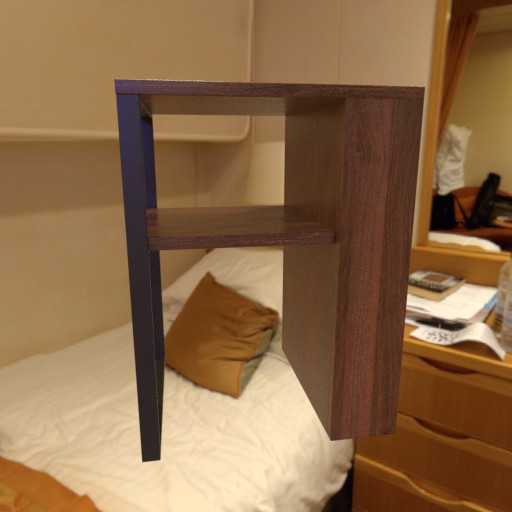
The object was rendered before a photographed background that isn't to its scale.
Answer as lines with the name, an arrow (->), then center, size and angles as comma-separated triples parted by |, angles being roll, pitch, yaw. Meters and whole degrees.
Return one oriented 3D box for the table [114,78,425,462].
table -> 0.000, 0.000, 1.535 | 0.786, 1.041, 0.660 | -2, 14, -10
